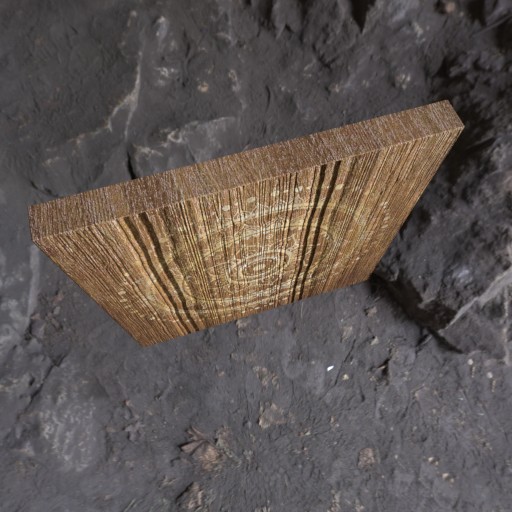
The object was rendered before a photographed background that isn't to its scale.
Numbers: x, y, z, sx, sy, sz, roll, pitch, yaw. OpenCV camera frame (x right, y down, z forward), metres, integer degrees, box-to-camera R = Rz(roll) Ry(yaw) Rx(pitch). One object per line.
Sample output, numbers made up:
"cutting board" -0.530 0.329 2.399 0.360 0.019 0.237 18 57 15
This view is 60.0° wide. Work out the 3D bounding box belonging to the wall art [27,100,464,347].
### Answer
"wall art" 0.000 0.000 0.586 0.406 0.403 0.039 -16 67 -7
